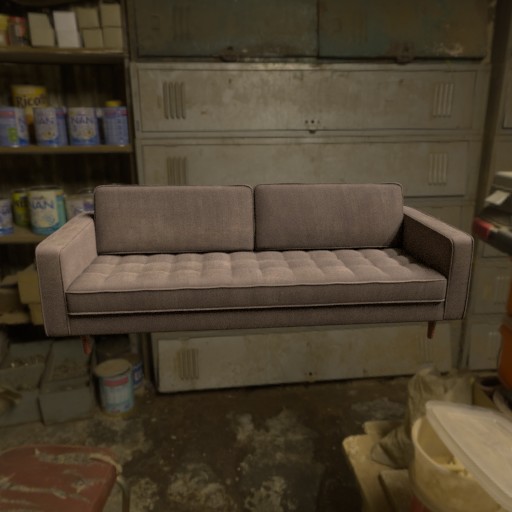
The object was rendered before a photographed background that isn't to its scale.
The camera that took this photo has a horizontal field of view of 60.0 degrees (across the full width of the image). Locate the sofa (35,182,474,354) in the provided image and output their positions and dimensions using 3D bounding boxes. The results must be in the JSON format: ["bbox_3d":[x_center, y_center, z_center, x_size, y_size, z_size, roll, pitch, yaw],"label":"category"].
[{"bbox_3d":[0.000,0.000,2.697,2.295,0.813,0.923,-2,17,-5],"label":"sofa"}]
